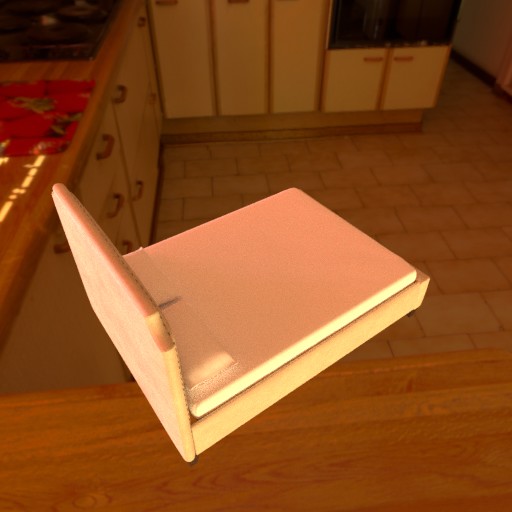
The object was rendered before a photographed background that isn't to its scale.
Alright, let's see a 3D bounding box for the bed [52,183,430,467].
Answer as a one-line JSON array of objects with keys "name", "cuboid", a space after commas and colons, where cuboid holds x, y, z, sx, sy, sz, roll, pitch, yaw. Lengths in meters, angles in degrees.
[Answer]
[{"name": "bed", "cuboid": [0.000, 0.000, 3.483, 2.372, 1.443, 1.712, -26, 47, -26]}]
